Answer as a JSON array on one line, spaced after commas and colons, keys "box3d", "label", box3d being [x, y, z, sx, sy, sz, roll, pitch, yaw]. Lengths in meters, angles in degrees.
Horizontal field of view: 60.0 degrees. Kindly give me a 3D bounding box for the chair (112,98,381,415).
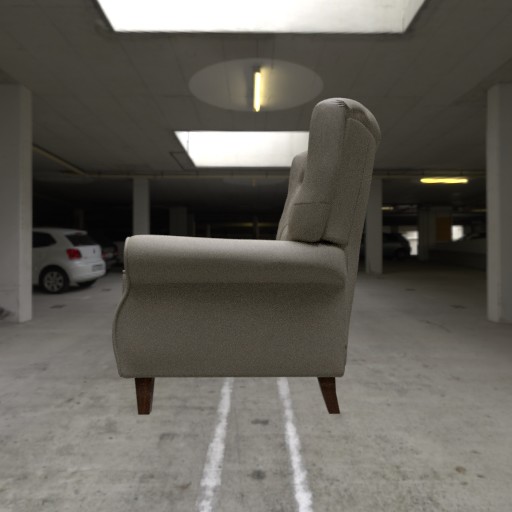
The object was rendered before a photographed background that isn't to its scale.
[{"box3d": [0.000, 0.000, 1.956, 1.059, 1.158, 0.943, 0, -1, 0], "label": "chair"}]
